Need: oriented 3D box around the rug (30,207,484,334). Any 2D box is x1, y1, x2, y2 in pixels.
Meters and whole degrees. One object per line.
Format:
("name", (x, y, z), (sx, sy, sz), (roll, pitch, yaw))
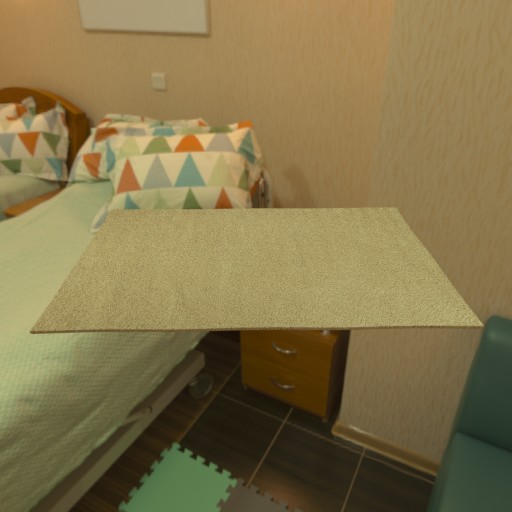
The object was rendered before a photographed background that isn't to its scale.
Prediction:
("rug", (0.000, 0.000, 3.418), (2.699, 0.025, 1.800), (-1, 29, -1))
